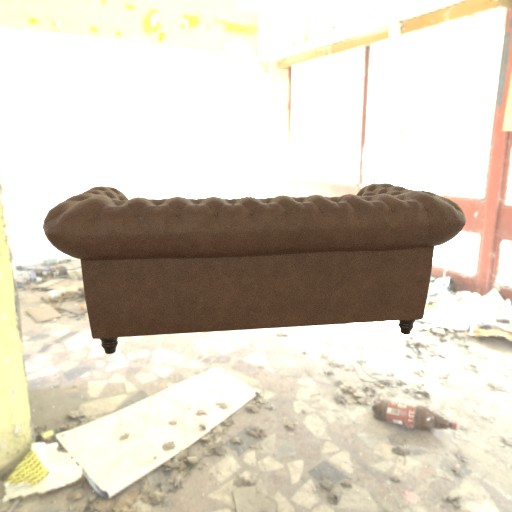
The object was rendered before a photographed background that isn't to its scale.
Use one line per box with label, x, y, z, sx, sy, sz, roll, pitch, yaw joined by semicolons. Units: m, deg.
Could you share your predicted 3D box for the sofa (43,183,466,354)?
sofa;0.000;0.000;2.528;2.048;0.784;0.955;-2;14;-8
